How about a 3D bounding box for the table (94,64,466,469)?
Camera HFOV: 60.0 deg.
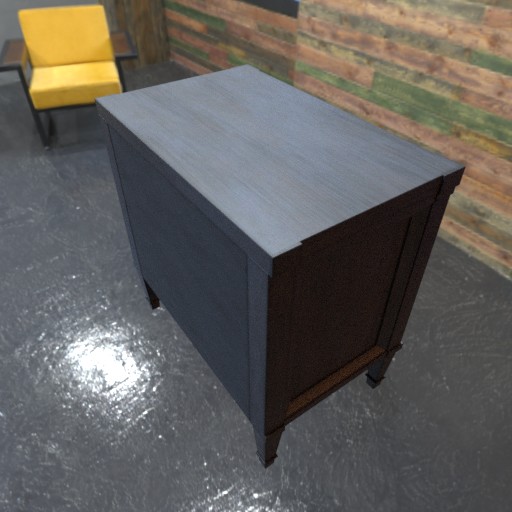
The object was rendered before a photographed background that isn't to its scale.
[{"bbox_3d":[0.000,0.000,1.081,0.413,0.660,0.660,-25,46,-26],"label":"table"}]
